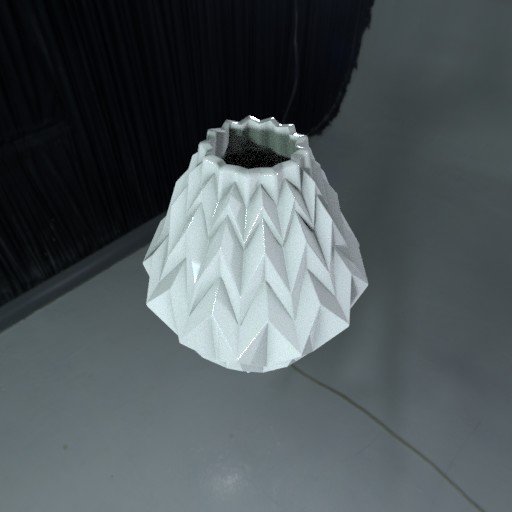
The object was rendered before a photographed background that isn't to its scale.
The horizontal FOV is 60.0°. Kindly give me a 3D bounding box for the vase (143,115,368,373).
[{"bbox_3d":[0.000,0.000,0.319,0.164,0.185,0.164,0,46,0],"label":"vase"}]
